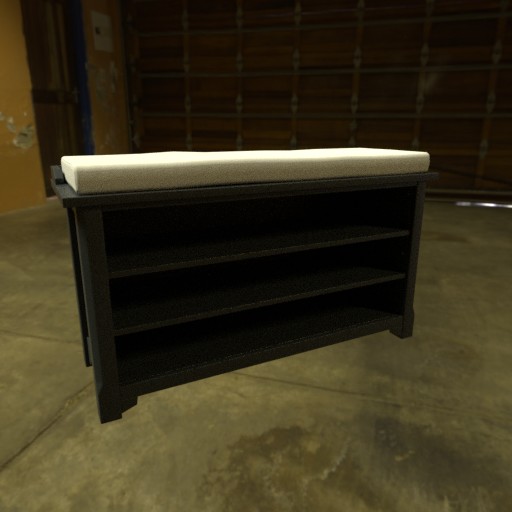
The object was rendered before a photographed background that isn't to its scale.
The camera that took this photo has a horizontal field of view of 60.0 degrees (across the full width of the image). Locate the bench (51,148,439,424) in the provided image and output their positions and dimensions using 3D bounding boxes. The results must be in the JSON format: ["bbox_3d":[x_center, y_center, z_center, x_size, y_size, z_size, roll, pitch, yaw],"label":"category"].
[{"bbox_3d":[0.000,0.000,1.232,0.973,0.561,0.345,-8,18,-26],"label":"bench"}]
